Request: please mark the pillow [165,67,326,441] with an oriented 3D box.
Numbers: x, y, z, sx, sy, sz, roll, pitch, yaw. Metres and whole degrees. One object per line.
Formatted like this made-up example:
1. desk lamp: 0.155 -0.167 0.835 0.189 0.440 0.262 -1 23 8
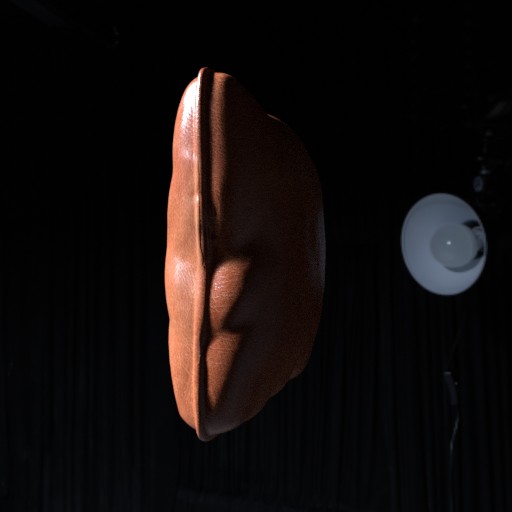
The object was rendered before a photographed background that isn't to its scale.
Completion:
1. pillow: 0.000 0.000 0.830 0.236 0.523 0.532 0 0 18
